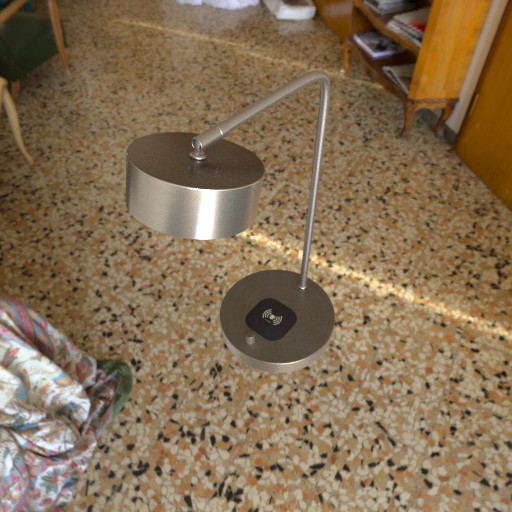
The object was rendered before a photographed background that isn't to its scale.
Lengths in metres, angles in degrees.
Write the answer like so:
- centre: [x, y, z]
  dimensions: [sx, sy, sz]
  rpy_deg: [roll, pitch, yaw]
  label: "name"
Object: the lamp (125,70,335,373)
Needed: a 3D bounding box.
- centre: [0.000, 0.000, 0.633]
  dimensions: [0.211, 0.469, 0.334]
  rpy_deg: [31, 54, 26]
  label: "lamp"
